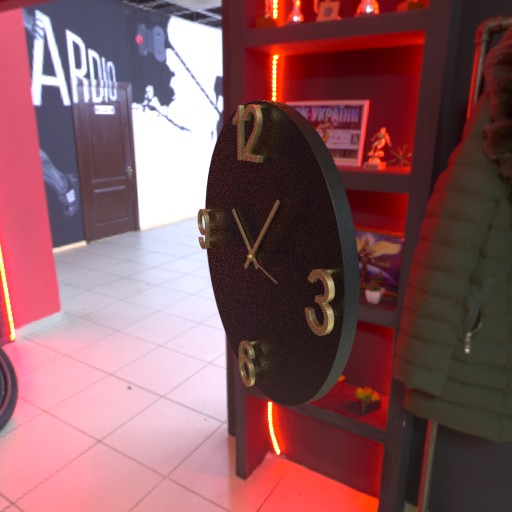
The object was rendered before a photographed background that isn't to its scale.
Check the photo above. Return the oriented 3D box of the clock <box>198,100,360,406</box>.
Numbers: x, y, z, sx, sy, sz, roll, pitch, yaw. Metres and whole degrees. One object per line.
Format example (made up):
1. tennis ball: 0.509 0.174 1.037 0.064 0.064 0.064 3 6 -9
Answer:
1. clock: 0.000 0.000 0.684 0.038 0.454 0.454 -8 18 -25
